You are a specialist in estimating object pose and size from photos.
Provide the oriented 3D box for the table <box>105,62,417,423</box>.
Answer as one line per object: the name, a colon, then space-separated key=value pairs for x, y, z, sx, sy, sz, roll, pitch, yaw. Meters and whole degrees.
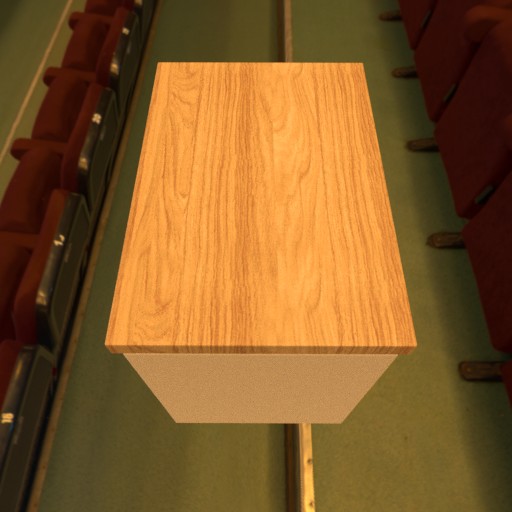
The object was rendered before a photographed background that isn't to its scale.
table: x=0.000 y=0.000 z=0.807 sx=0.360 sy=0.440 sz=0.500 roll=0 pitch=59 yaw=0
